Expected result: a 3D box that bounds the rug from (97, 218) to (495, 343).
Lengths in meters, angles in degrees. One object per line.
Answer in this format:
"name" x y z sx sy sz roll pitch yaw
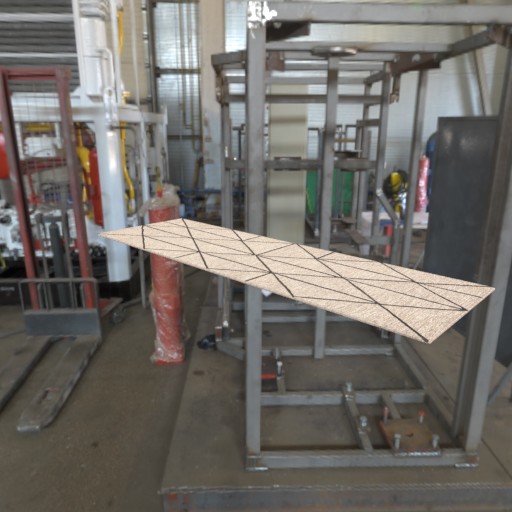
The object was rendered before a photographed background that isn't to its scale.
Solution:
"rug" 0.000 0.000 2.663 2.438 0.012 0.762 15 22 41
